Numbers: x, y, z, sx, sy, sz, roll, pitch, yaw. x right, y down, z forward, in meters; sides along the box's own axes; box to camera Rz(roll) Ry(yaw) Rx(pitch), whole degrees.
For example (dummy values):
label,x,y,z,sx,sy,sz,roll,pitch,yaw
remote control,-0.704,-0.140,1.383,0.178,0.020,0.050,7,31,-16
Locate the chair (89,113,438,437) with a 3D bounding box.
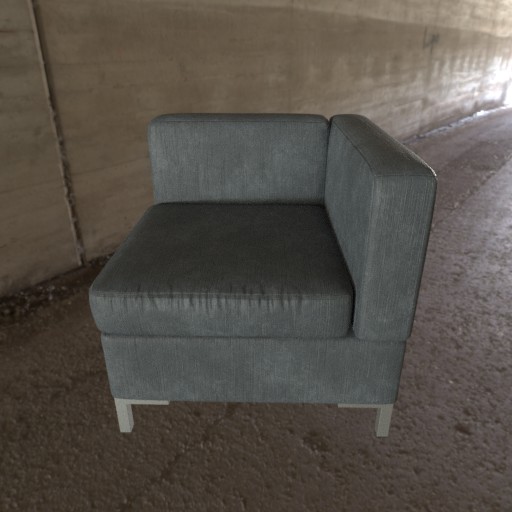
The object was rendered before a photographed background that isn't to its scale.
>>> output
label,x,y,z,sx,sy,sz,roll,pitch,yaw
chair,0.000,0.000,1.190,0.680,0.660,0.680,1,26,1
